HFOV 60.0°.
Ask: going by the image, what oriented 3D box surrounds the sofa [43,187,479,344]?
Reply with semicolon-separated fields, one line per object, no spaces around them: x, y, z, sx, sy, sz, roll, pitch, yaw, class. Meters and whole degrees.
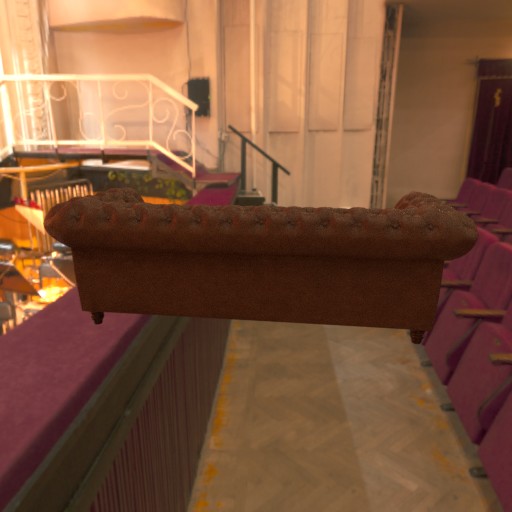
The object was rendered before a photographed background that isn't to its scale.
0.000;0.000;2.814;2.385;0.783;0.944;2;16;8;sofa
